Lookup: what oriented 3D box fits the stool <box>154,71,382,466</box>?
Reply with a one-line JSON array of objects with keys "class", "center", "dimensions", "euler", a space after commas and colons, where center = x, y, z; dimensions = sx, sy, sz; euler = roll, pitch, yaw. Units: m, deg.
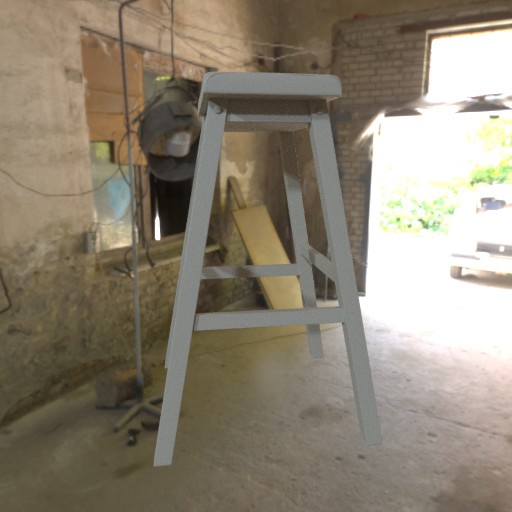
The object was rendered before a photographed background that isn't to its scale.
[{"class": "stool", "center": [0.000, 0.000, 1.049], "dimensions": [0.476, 0.737, 0.457], "euler": [-2, 13, -8]}]
